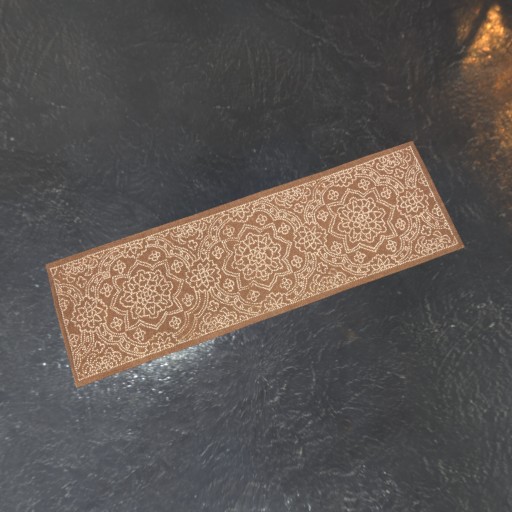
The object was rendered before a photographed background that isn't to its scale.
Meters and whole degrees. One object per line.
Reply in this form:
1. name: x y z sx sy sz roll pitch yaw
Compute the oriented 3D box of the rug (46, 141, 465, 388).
1. rug: 0.000 0.000 2.701 2.448 0.012 0.769 -19 77 -5
